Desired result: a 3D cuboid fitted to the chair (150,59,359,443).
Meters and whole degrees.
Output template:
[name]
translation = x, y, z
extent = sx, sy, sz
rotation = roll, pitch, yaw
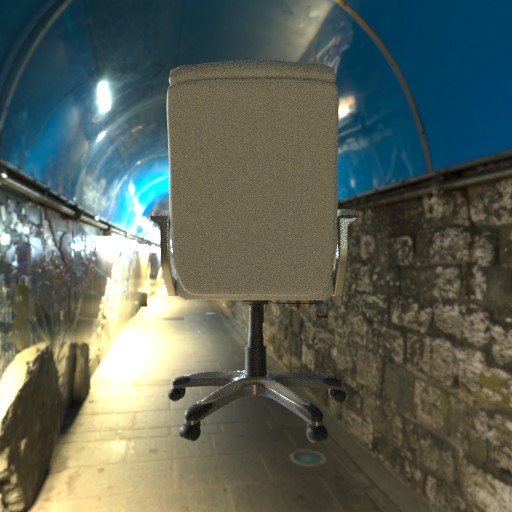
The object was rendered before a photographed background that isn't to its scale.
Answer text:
[chair]
translation = 0.000, 0.000, 1.609
extent = 0.687, 1.120, 0.738
rotation = 0, 0, 2
